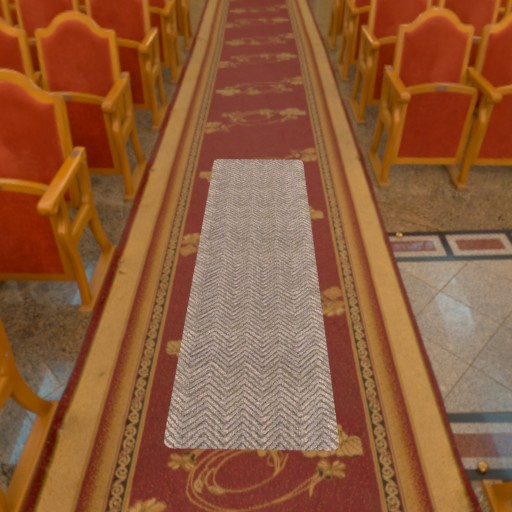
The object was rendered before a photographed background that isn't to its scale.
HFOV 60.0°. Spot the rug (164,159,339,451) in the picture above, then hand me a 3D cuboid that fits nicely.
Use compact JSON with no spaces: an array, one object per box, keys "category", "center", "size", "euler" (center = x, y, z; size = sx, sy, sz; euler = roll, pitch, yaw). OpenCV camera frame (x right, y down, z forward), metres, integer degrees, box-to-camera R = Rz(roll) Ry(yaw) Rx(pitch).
[{"category":"rug","center":[0.000,0.000,2.579],"size":[0.686,0.008,2.286],"euler":[1,41,1]}]
